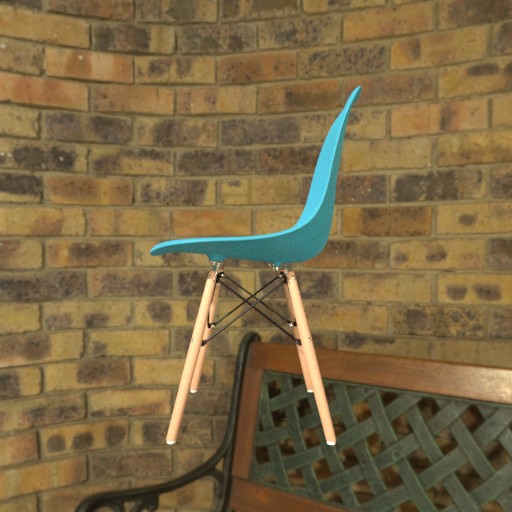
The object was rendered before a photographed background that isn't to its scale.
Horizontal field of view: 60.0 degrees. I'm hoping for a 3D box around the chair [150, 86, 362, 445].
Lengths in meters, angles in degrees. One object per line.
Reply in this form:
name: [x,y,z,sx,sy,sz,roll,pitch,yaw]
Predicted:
chair: [0.000,0.000,1.158,0.531,0.826,0.470,0,1,0]
